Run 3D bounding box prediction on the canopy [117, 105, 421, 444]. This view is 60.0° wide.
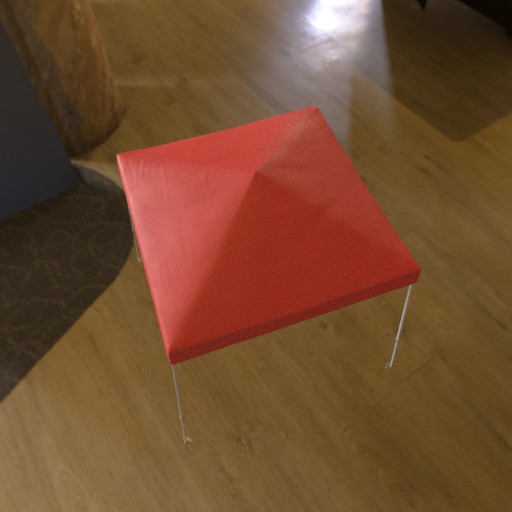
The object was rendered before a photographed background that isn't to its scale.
[{"bbox_3d":[0.000,0.000,6.508,3.600,3.600,3.599,-17,60,-10],"label":"canopy"}]
